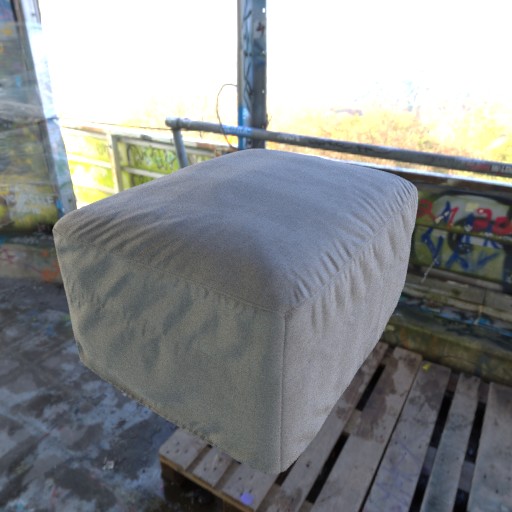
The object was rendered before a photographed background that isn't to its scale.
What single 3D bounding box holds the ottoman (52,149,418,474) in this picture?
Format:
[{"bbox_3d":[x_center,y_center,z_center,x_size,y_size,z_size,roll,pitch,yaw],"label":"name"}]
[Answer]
[{"bbox_3d":[0.000,0.000,1.231,0.683,0.481,0.837,16,31,29],"label":"ottoman"}]
